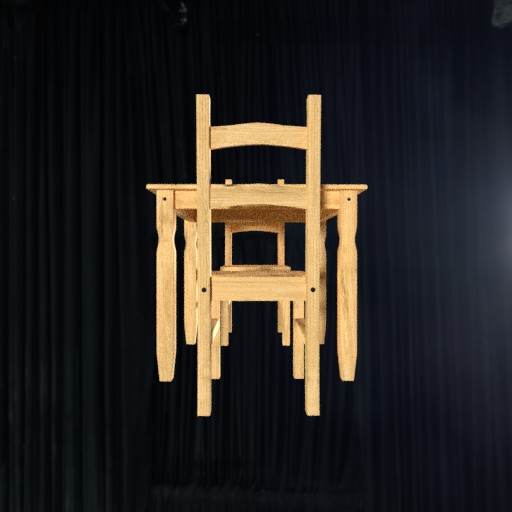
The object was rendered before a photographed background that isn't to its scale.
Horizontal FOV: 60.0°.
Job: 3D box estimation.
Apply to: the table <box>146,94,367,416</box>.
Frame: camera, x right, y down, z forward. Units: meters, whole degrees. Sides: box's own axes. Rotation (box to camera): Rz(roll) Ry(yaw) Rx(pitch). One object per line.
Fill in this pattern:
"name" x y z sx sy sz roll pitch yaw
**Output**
"table" 0.000 0.000 2.037 0.813 0.942 1.501 0 0 -1
